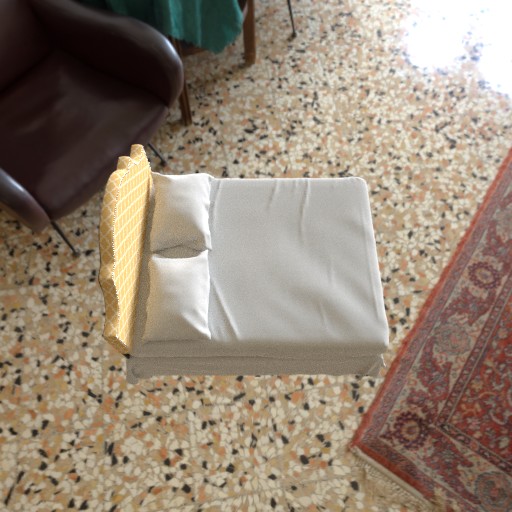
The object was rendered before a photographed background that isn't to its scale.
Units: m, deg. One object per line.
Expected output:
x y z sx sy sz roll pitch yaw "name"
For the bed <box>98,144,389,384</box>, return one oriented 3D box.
0.000 0.000 3.566 2.222 1.633 1.780 0 64 0 "bed"
